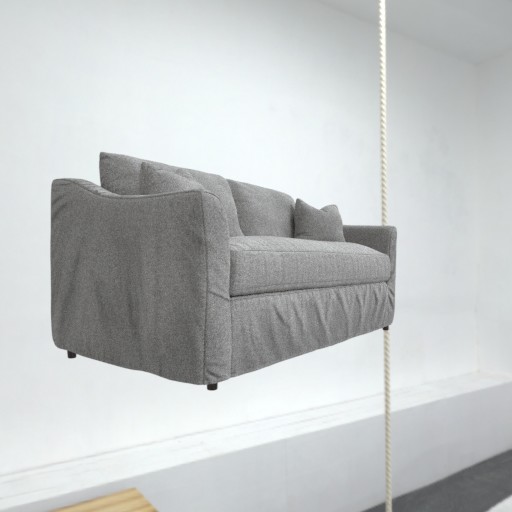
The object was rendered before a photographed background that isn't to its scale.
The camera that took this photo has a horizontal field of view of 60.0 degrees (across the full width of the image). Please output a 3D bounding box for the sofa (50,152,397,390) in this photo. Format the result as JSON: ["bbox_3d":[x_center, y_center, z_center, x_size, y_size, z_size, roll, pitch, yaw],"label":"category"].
[{"bbox_3d":[0.000,0.000,2.652,1.072,1.018,2.010,0,-1,37],"label":"sofa"}]
